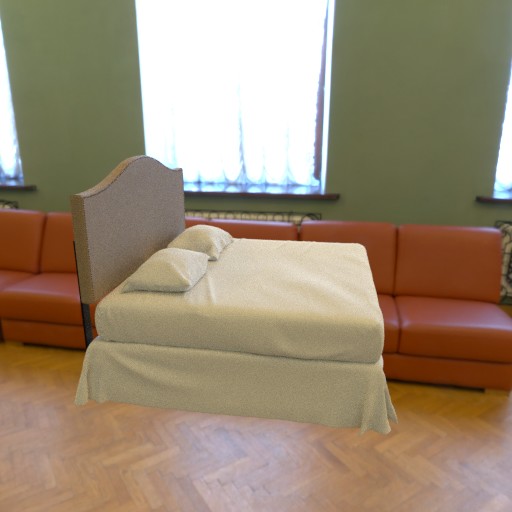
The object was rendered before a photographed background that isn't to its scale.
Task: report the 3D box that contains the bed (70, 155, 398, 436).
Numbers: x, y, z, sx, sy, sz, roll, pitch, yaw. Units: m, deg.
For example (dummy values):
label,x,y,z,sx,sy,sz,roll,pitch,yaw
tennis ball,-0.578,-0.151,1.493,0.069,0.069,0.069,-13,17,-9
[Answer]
label,x,y,z,sx,sy,sz,roll,pitch,yaw
bed,0.000,0.000,3.776,2.222,1.651,2.311,3,17,10
